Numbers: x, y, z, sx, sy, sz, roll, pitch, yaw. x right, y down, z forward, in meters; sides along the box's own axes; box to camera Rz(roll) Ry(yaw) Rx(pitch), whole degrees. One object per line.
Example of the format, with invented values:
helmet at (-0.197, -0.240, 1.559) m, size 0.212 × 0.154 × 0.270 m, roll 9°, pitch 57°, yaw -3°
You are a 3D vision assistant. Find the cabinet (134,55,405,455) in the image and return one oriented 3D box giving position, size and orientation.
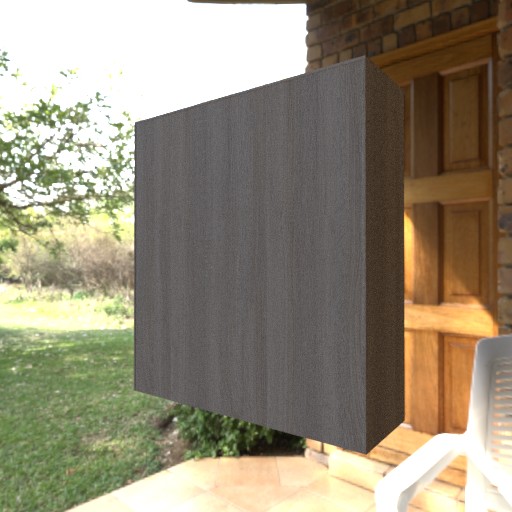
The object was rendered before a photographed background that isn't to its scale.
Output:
cabinet at (0.000, 0.000, 3.085) m, size 1.870 × 2.060 × 0.620 m, roll 0°, pitch -1°, yaw 37°
